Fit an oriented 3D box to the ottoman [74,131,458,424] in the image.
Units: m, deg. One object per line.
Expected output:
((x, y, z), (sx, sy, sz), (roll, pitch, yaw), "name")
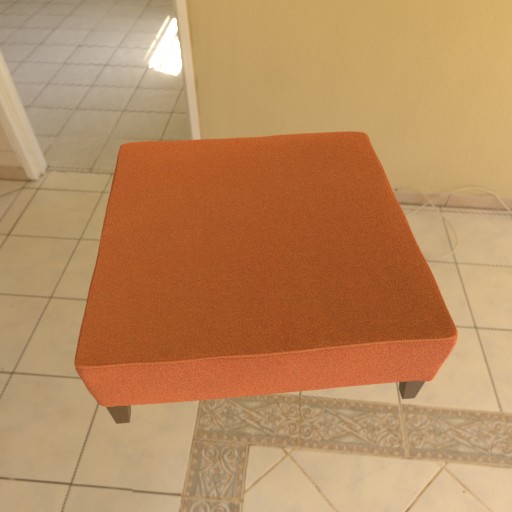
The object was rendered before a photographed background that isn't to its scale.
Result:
((0.000, 0.000, 1.558), (0.997, 0.438, 0.999), (-4, 47, -3), "ottoman")
